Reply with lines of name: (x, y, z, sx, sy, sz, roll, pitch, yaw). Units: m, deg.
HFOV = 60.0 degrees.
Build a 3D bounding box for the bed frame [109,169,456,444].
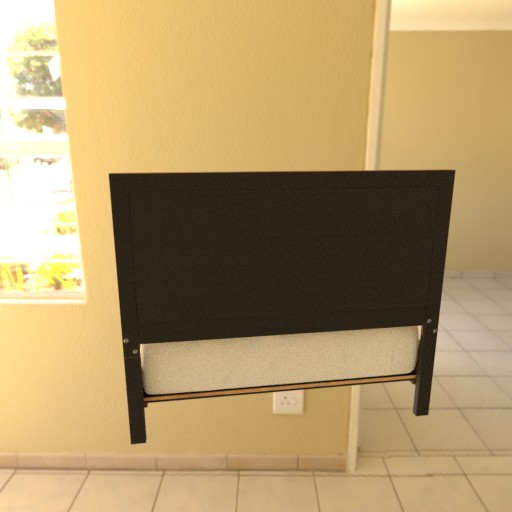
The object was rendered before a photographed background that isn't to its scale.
bed frame: (0.000, 0.000, 3.383, 1.696, 1.417, 2.276, -2, 15, -9)
